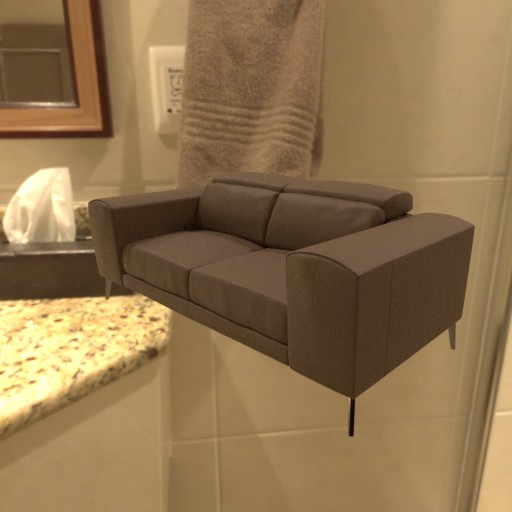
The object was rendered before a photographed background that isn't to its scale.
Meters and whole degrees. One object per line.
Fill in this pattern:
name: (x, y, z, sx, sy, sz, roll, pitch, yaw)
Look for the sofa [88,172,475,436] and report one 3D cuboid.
sofa: (0.000, 0.000, 2.393, 1.003, 0.779, 1.895, -16, 23, -43)
